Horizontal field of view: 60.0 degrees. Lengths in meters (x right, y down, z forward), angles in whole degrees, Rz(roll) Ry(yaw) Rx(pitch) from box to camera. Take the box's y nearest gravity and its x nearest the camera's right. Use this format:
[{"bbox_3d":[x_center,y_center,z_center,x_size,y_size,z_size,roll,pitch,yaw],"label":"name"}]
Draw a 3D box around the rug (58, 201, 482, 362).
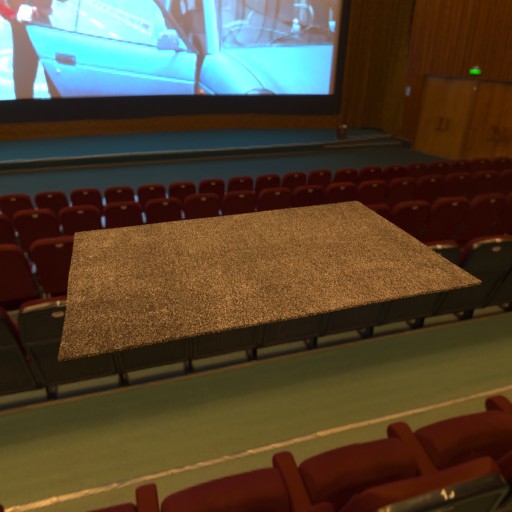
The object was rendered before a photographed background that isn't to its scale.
[{"bbox_3d":[0.000,0.000,2.962,2.352,0.025,1.501,-8,28,-16],"label":"rug"}]
